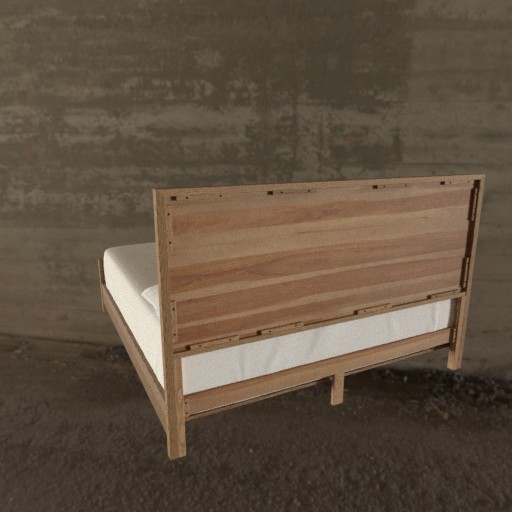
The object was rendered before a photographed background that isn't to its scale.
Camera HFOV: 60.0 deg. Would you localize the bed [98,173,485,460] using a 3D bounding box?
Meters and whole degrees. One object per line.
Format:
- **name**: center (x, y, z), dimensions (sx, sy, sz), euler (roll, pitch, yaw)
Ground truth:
- **bed**: center (0.000, 0.000, 3.351), dimensions (2.013, 1.295, 2.184), euler (-7, 16, -26)
